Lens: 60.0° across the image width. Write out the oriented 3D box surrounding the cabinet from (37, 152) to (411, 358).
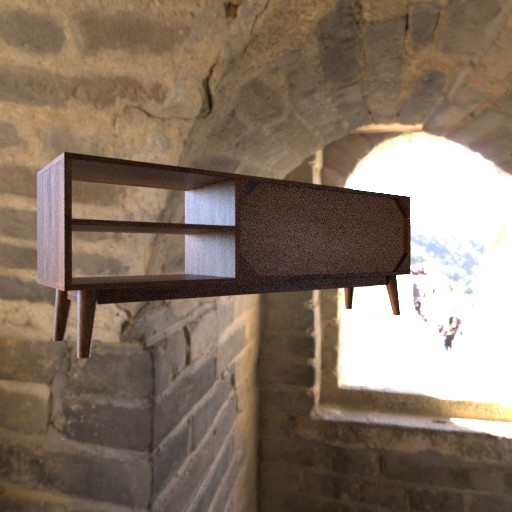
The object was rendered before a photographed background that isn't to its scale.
[{"bbox_3d":[0.000,0.000,1.680,1.448,0.528,0.349,0,0,-36],"label":"cabinet"}]
